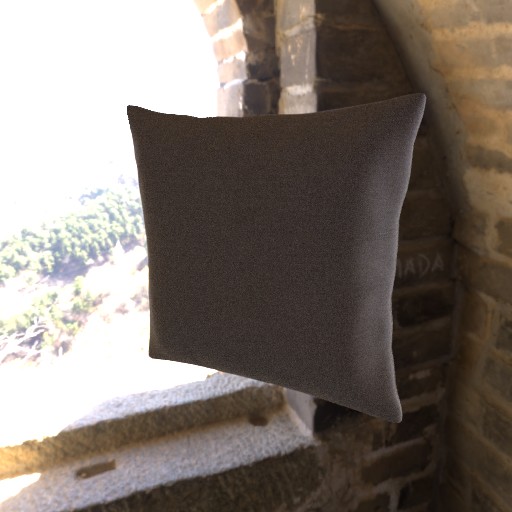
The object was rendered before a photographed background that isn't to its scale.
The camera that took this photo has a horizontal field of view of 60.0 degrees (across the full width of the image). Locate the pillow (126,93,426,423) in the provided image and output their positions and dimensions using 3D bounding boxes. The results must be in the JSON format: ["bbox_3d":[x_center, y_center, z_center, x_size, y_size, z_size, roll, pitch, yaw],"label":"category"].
[{"bbox_3d":[0.000,0.000,0.764,0.523,0.510,0.166,7,17,26],"label":"pillow"}]
